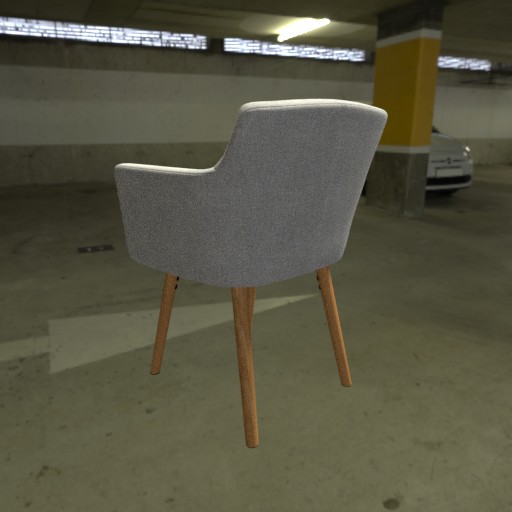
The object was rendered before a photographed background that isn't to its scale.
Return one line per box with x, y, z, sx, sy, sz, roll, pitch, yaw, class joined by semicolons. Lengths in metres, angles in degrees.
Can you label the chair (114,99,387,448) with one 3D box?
0.000;0.000;1.199;0.570;0.780;0.540;-14;21;-41;chair
